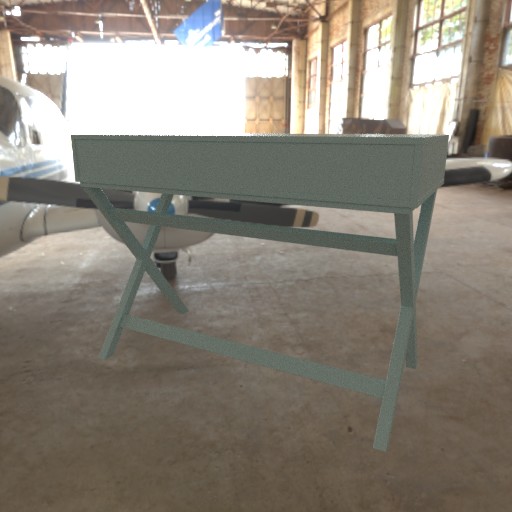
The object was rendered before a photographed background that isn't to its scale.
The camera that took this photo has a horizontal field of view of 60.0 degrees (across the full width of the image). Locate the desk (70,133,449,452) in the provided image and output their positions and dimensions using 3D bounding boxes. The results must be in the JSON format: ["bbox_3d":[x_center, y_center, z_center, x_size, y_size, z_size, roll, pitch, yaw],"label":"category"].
[{"bbox_3d":[0.000,0.000,1.475,1.059,0.780,0.509,9,18,27],"label":"desk"}]
